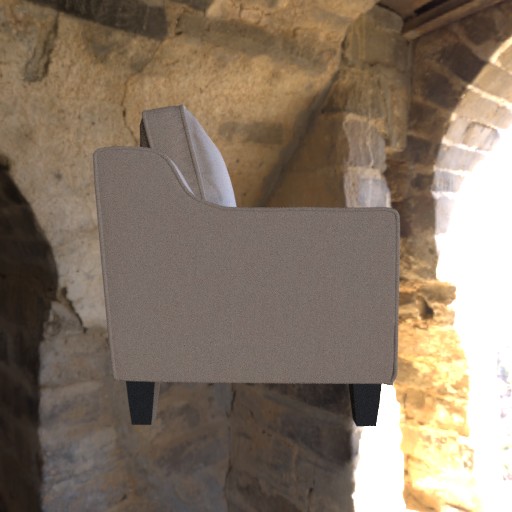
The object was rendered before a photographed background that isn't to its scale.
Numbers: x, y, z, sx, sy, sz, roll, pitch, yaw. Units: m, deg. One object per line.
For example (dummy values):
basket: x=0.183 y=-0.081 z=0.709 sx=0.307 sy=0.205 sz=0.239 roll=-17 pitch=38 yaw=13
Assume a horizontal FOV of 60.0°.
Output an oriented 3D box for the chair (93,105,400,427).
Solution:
chair: x=0.000 y=0.000 z=1.659 sx=0.882 sy=0.948 sz=0.922 roll=0 pitch=1 yaw=1
